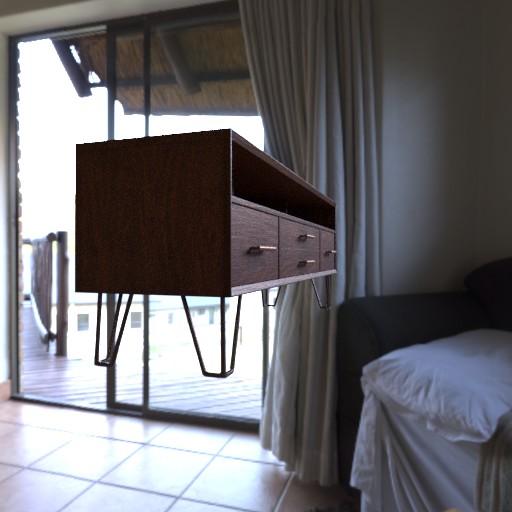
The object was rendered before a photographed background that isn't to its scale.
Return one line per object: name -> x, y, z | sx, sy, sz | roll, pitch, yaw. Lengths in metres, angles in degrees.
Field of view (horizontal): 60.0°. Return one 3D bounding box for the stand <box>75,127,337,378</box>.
stand -> 0.000, 0.000, 1.892 | 0.481, 0.610, 1.626 | 0, 0, 19
